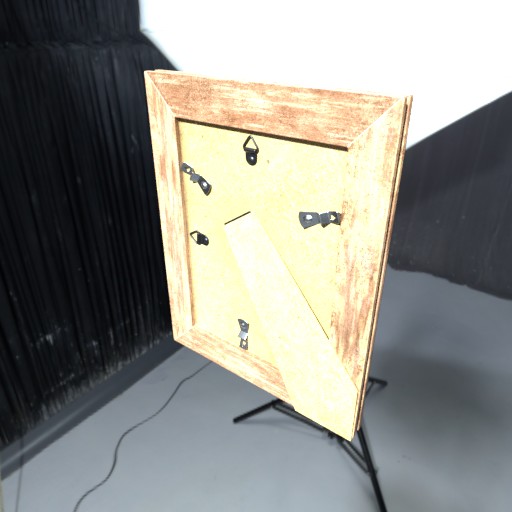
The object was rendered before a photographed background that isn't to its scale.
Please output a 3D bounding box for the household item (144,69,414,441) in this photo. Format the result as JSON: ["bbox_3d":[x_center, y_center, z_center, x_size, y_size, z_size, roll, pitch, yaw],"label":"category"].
[{"bbox_3d":[0.000,0.000,0.320,0.186,0.237,0.018,20,34,32],"label":"household item"}]
